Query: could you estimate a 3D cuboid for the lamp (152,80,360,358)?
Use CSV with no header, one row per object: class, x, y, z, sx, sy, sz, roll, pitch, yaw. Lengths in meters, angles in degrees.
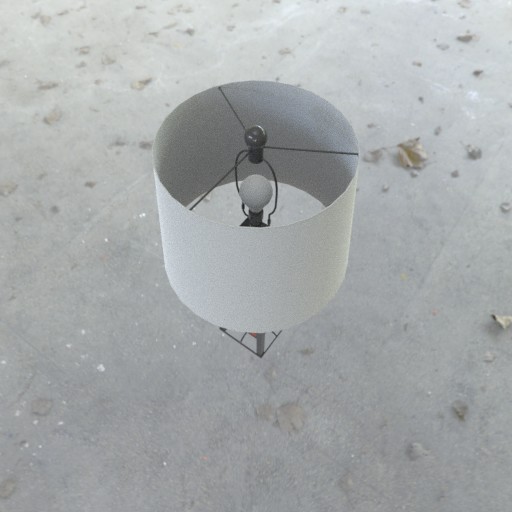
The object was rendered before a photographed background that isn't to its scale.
lamp,0.000,0.000,0.797,0.320,0.591,0.320,0,57,0
